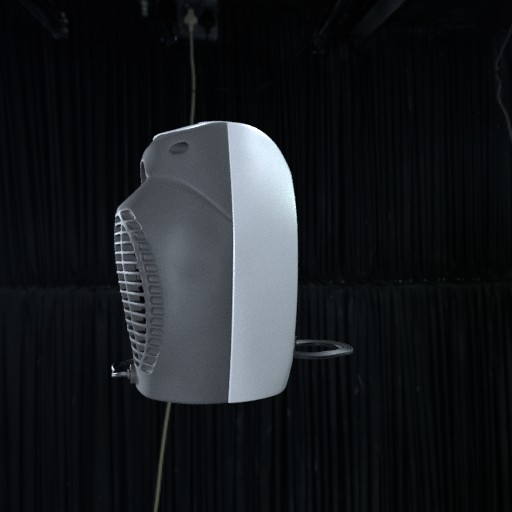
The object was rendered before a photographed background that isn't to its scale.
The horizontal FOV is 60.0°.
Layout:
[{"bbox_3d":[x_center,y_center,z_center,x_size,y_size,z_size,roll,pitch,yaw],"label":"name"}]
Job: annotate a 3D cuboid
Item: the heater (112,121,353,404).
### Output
[{"bbox_3d":[0.000,0.000,0.468,0.291,0.240,0.239,0,-1,-17],"label":"heater"}]
